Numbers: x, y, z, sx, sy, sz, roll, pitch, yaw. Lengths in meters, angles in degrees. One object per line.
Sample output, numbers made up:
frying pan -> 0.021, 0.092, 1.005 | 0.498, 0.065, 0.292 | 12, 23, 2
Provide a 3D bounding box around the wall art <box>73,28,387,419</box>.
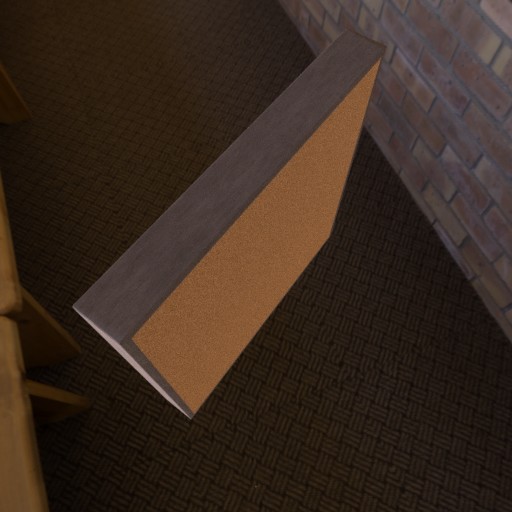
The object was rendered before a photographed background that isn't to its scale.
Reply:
wall art -> 0.000, 0.000, 0.437 | 0.038, 0.302, 0.303 | 33, 67, 16
